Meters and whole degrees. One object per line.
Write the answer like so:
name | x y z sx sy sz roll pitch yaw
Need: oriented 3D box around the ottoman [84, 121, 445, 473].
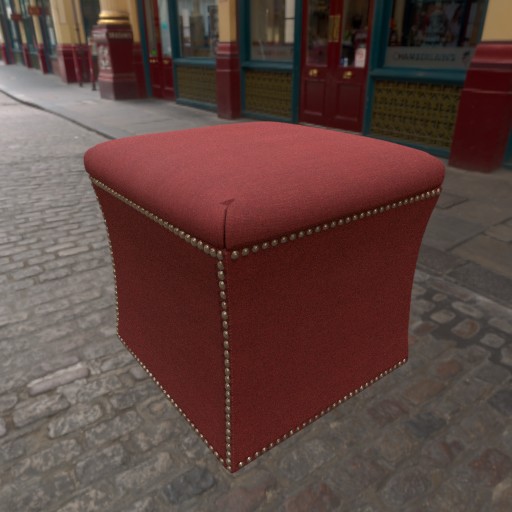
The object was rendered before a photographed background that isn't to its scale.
ottoman | 0.000 0.000 0.901 0.497 0.475 0.507 -18 30 -33
